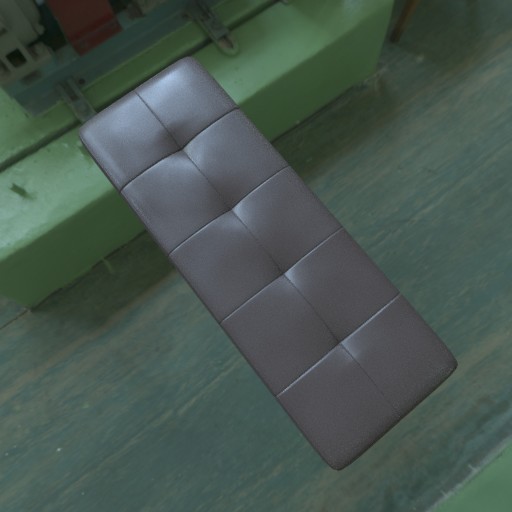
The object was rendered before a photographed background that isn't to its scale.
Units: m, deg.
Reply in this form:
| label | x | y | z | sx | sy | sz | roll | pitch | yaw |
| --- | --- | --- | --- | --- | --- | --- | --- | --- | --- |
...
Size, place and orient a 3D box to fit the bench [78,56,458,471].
| label | x | y | z | sx | sy | sz | roll | pitch | yaw |
| --- | --- | --- | --- | --- | --- | --- | --- | --- | --- |
| bench | 0.000 | 0.000 | 1.431 | 0.450 | 0.417 | 1.219 | -38 | 80 | -8 |
